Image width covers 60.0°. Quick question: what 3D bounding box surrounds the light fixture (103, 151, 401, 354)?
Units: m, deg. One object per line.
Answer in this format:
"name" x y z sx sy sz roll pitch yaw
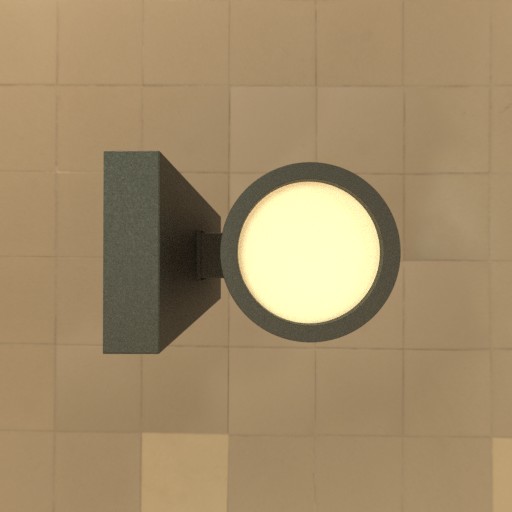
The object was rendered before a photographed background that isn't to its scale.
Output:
"light fixture" 0.000 0.000 0.387 0.149 0.330 0.105 0 89 1
